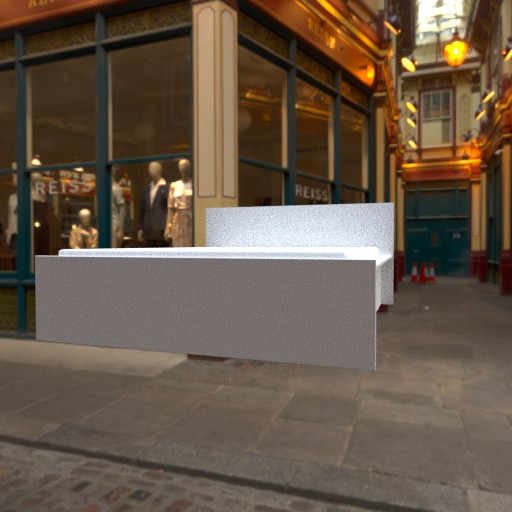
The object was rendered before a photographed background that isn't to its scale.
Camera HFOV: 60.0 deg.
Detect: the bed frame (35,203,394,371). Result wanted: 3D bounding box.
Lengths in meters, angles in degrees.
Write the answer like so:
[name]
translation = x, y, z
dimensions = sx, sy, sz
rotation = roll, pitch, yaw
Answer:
[bed frame]
translation = 0.000, 0.000, 2.841
dimensions = 1.622, 0.800, 1.960
rotation = 1, 2, 19
